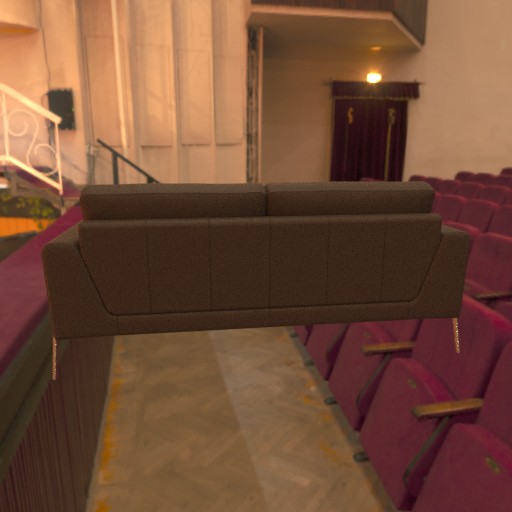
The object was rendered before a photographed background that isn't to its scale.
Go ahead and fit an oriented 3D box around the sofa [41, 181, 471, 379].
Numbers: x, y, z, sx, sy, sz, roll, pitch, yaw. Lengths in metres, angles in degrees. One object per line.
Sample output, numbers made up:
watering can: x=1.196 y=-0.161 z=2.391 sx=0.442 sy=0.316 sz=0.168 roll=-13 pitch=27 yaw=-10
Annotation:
sofa: x=0.000 y=0.000 z=2.514 sx=2.017 sy=0.875 sz=0.953 roll=-2 pitch=14 yaw=-8
